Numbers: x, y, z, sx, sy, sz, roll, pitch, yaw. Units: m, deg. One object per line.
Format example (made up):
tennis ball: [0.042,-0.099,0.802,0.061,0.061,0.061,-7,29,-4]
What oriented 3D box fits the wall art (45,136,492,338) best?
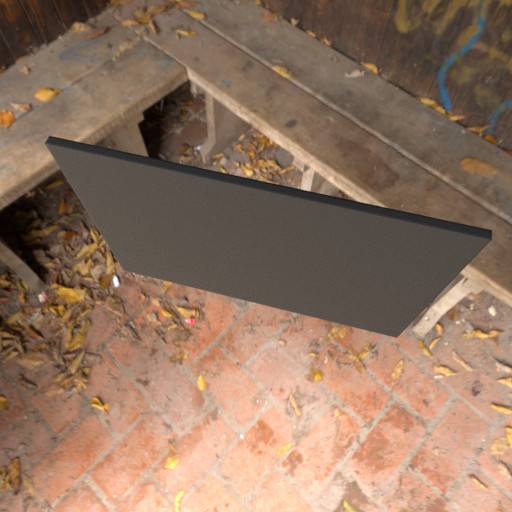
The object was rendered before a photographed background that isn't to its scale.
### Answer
wall art: [0.000,0.000,1.219,0.958,0.656,0.026,13,64,7]
